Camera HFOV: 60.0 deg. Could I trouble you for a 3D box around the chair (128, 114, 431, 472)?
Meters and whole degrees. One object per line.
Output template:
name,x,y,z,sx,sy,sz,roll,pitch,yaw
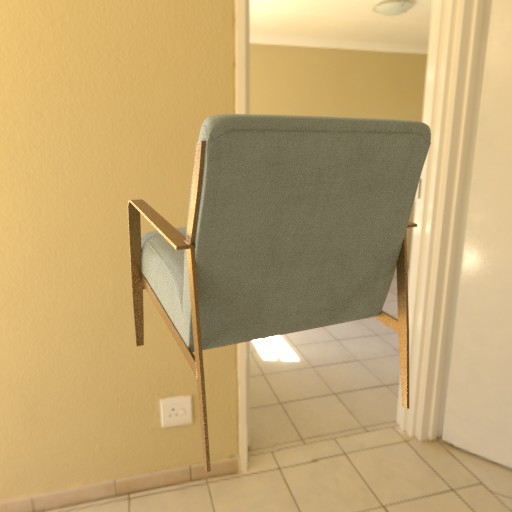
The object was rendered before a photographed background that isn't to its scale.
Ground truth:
chair,0.000,0.000,1.446,0.701,0.824,0.842,-6,15,-24
